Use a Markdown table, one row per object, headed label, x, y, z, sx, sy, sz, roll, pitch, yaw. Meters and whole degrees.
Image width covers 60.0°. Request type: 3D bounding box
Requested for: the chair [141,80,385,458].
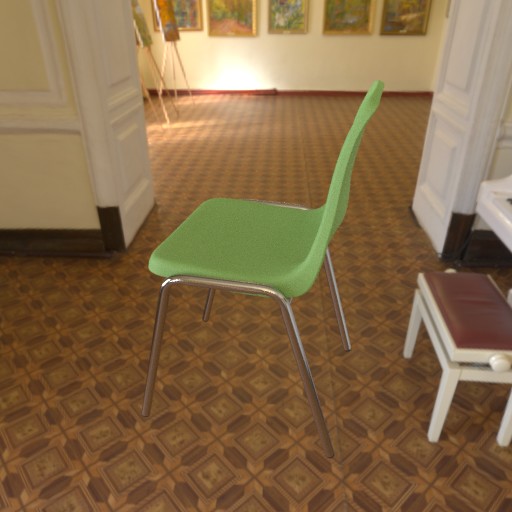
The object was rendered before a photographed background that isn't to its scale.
| label | x | y | z | sx | sy | sz | roll | pitch | yaw |
| --- | --- | --- | --- | --- | --- | --- | --- | --- | --- |
| chair | 0.000 | 0.000 | 0.936 | 0.436 | 0.704 | 0.381 | 8 | 31 | 14 |
